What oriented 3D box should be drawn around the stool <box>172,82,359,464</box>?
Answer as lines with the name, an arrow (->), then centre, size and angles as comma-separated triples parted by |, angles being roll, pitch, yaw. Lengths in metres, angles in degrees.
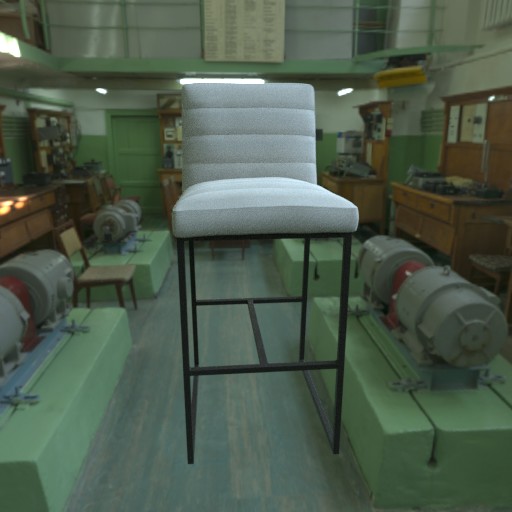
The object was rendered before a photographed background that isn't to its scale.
stool -> 0.000, 0.000, 1.380 | 0.464, 1.061, 0.573 | -1, 16, -5
